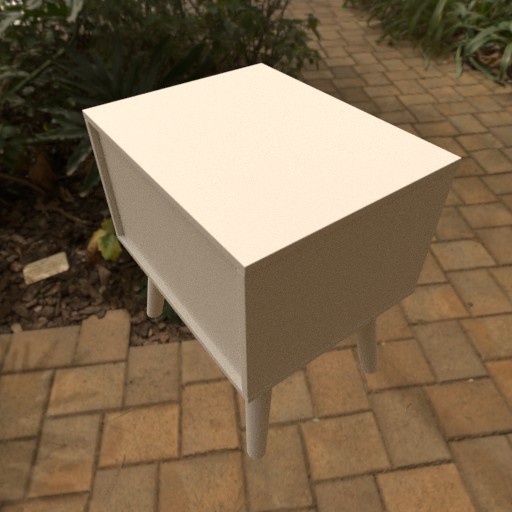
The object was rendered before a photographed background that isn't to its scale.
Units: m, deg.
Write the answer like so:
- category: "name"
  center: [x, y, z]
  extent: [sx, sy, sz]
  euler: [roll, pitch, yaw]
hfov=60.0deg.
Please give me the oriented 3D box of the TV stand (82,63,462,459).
- category: "TV stand"
  center: [0.000, 0.000, 0.925]
  extent: [0.405, 0.559, 0.508]
  euler: [-26, 49, -26]
